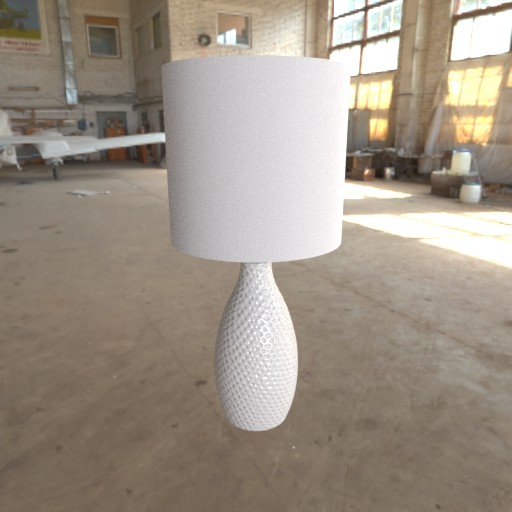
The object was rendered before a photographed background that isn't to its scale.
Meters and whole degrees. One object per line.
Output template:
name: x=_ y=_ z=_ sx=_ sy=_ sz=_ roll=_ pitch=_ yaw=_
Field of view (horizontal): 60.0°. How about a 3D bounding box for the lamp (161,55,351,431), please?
lamp: x=0.000 y=0.000 z=0.575 sx=0.214 sy=0.466 sz=0.214 roll=-2 pitch=16 yaw=-8
